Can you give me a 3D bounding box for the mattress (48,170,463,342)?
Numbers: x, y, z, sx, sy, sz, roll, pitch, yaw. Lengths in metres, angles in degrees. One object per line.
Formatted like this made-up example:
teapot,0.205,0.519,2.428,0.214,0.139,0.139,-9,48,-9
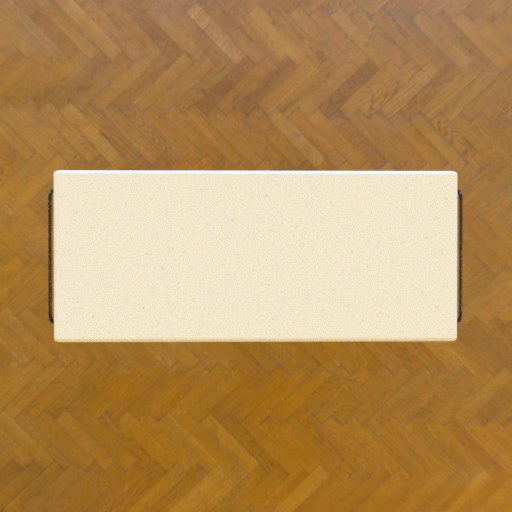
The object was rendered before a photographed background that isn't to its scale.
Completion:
mattress,0.000,0.000,2.531,2.153,0.519,0.922,0,90,-1
